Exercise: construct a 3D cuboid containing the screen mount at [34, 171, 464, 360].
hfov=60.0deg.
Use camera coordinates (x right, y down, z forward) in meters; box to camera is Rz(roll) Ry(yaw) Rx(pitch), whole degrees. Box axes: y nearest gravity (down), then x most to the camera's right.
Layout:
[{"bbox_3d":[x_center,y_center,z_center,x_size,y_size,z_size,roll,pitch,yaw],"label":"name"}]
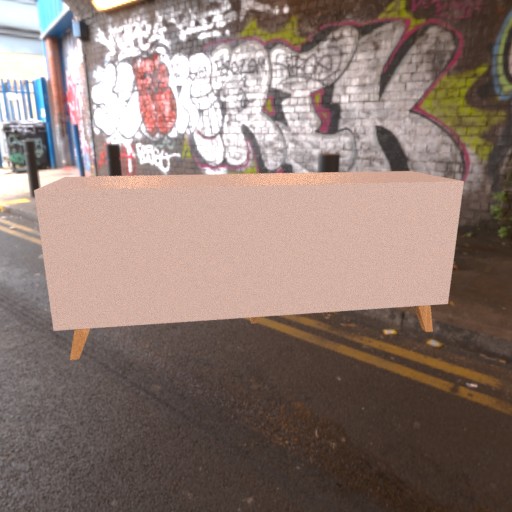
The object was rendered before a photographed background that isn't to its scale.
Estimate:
[{"bbox_3d":[0.000,0.000,1.795,1.490,0.619,0.400,-3,16,-9],"label":"screen mount"}]
